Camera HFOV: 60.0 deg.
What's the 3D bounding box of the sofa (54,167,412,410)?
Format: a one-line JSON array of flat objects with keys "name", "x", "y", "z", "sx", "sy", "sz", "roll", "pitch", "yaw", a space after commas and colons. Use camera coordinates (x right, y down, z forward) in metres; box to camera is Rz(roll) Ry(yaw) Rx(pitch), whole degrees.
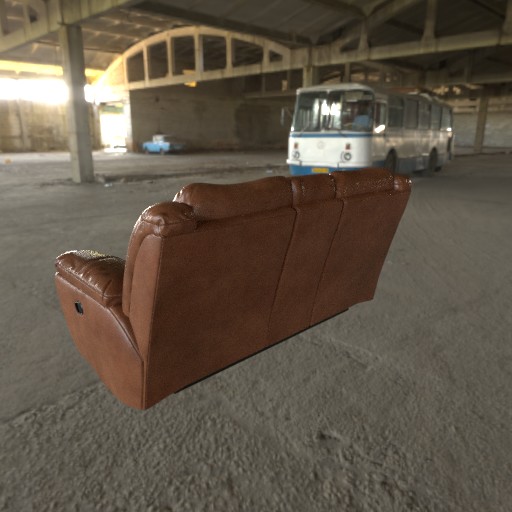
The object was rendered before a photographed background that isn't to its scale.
[{"name": "sofa", "x": 0.000, "y": 0.000, "z": 2.669, "sx": 2.058, "sy": 1.043, "sz": 0.991, "roll": -15, "pitch": 22, "yaw": -43}]
